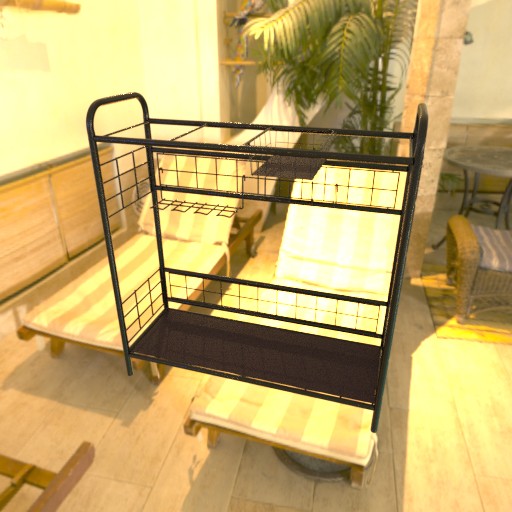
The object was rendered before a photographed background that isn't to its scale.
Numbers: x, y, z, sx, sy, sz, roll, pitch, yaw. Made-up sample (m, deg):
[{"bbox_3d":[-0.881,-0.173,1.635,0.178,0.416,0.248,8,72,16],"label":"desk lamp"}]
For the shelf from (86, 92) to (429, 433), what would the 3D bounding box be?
[{"bbox_3d":[0.000,0.000,1.536,0.961,1.026,0.350,8,28,15],"label":"shelf"}]
